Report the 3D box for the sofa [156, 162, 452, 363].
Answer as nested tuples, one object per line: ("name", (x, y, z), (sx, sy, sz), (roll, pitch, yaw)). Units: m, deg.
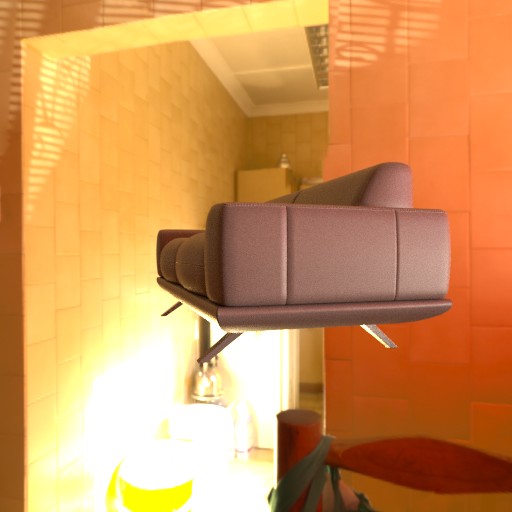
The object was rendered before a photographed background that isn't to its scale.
("sofa", (0.000, 0.000, 2.358), (0.900, 0.772, 1.901), (0, 0, -18))
